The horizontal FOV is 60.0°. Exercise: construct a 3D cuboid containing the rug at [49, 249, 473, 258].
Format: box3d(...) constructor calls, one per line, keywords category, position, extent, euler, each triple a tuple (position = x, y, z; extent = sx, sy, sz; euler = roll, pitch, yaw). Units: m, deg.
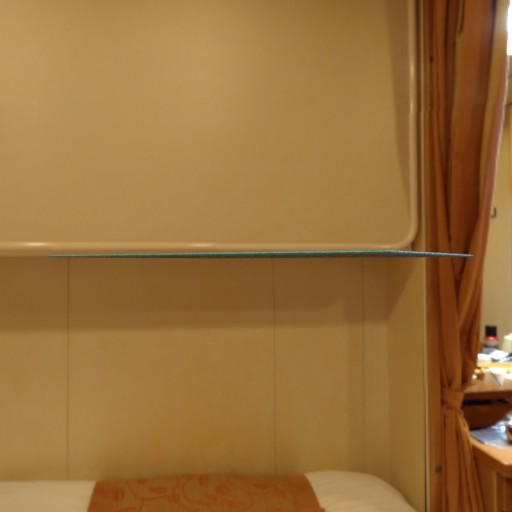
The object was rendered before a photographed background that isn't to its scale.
box3d(category="rug", position=(0.000, 0.000, 3.460), extent=(2.769, 0.018, 1.830), euler=(-1, -1, 36))
